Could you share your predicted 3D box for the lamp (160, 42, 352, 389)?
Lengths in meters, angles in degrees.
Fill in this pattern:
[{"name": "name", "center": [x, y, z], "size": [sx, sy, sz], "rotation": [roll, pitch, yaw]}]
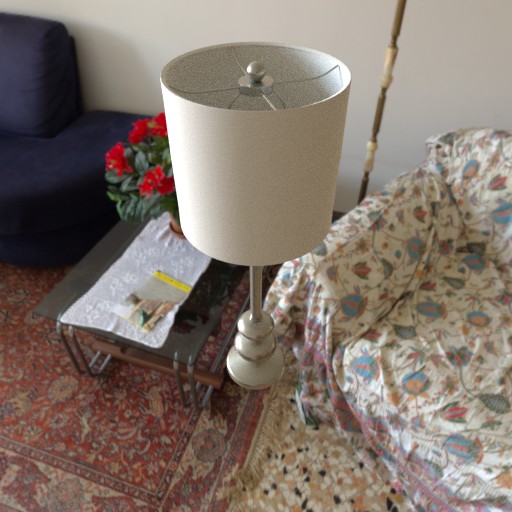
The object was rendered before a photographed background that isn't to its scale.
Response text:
[{"name": "lamp", "center": [0.000, 0.000, 0.816], "size": [0.254, 0.690, 0.254], "rotation": [-12, 43, -13]}]
